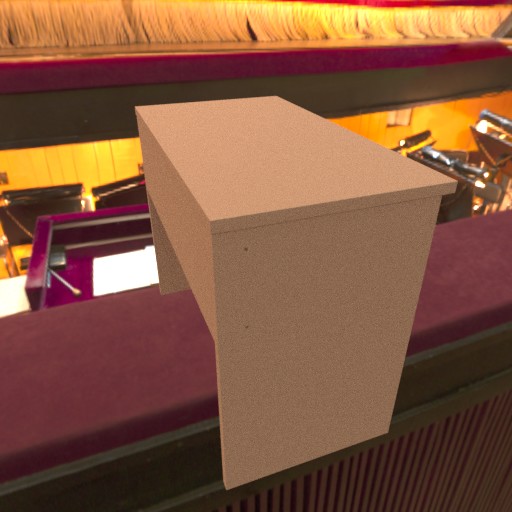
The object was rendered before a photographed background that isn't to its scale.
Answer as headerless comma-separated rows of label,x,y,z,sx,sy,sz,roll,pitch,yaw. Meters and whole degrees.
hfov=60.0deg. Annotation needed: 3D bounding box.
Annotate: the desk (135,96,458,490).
desk,0.000,0.000,1.331,0.498,0.729,0.900,-11,32,-18
